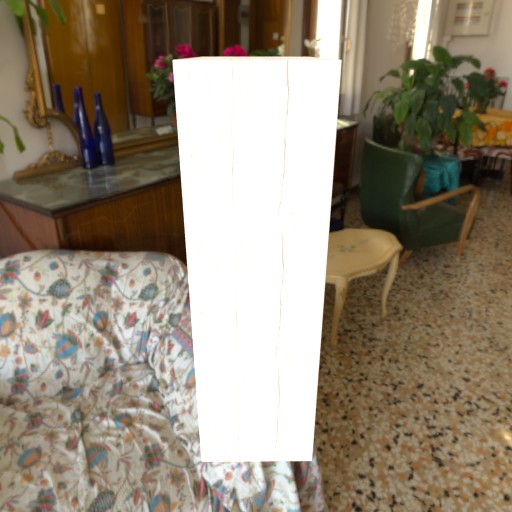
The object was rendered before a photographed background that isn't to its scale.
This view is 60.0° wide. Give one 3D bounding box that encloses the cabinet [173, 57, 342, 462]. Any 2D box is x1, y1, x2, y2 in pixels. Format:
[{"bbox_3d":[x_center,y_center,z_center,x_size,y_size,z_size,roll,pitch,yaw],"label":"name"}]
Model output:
[{"bbox_3d":[0.000,0.000,2.365,0.580,1.930,0.980,0,25,0],"label":"cabinet"}]
